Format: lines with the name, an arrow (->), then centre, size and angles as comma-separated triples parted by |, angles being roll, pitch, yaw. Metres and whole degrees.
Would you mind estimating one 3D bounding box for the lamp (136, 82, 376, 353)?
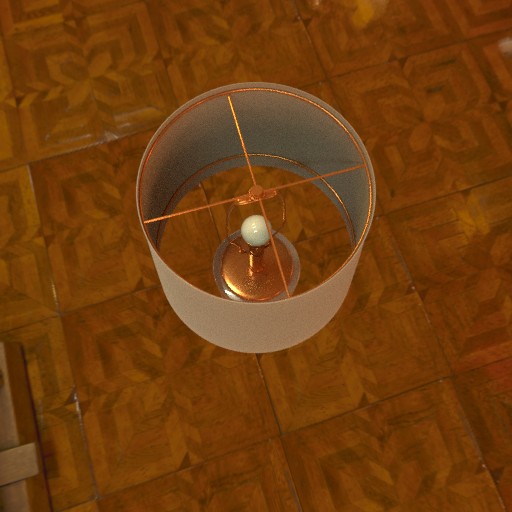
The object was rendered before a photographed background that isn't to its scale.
lamp -> 0.000, 0.000, 0.440 | 0.189, 0.340, 0.189 | 0, 75, 0
